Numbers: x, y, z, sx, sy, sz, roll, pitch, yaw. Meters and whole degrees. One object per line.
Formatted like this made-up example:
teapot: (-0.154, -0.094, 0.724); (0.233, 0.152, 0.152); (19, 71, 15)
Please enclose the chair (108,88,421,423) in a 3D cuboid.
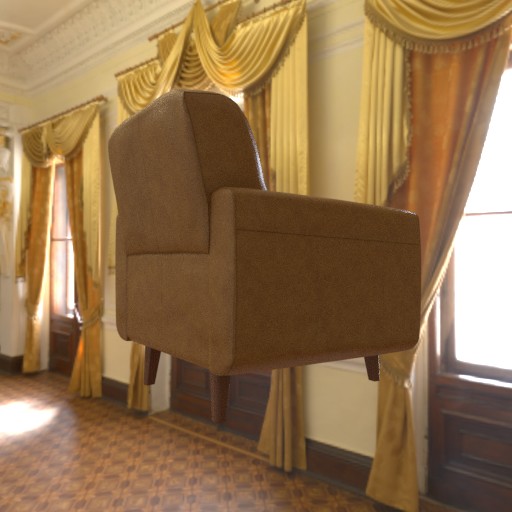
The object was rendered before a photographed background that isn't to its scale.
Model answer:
chair: (0.000, 0.000, 1.685); (0.942, 0.968, 0.845); (0, -1, -38)
